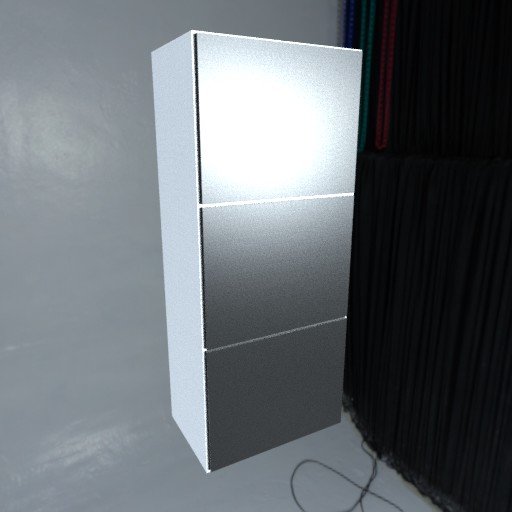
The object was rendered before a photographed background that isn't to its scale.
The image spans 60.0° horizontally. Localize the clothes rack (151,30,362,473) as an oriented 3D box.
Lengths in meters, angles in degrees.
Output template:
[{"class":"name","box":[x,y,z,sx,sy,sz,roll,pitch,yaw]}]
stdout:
[{"class":"clothes rack","box":[0.000,0.000,1.395,0.500,1.187,0.330,-8,17,-28]}]
